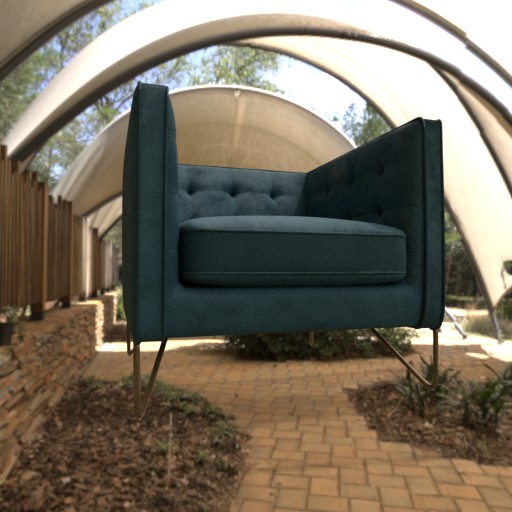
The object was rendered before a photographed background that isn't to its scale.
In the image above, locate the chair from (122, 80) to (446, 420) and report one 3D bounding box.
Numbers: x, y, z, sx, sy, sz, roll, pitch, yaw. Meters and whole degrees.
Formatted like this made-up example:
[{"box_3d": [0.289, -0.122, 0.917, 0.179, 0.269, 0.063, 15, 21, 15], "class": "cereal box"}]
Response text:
[{"box_3d": [0.000, 0.000, 1.531, 0.880, 0.790, 0.894, 1, -2, -18], "class": "chair"}]
